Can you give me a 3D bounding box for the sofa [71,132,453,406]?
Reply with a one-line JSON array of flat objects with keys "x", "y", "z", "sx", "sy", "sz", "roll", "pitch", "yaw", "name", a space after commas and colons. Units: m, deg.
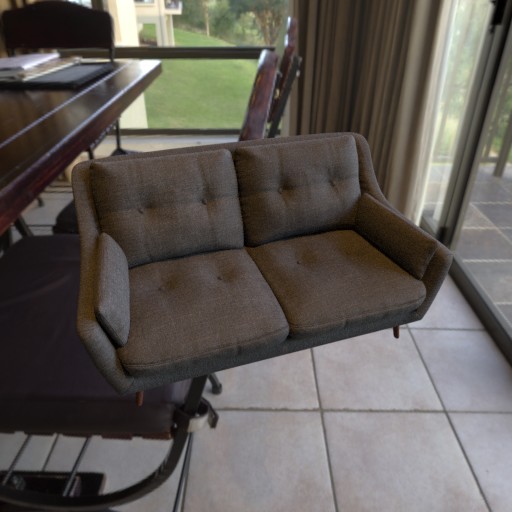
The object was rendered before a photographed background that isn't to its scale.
[{"x": 0.000, "y": 0.000, "z": 2.195, "sx": 1.646, "sy": 0.887, "sz": 0.976, "roll": -10, "pitch": 34, "yaw": -16, "name": "sofa"}]
